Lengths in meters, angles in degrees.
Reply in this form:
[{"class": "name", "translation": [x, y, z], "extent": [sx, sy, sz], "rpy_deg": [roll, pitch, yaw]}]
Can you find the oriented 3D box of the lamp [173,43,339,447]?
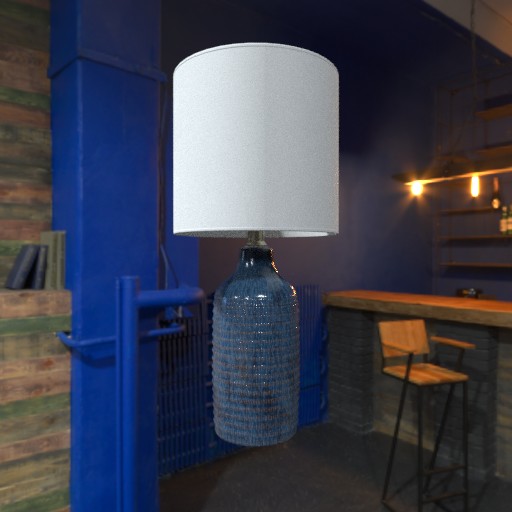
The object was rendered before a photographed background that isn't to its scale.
[{"class": "lamp", "translation": [0.000, 0.000, 0.603], "extent": [0.220, 0.475, 0.220], "rpy_deg": [0, 0, -36]}]
